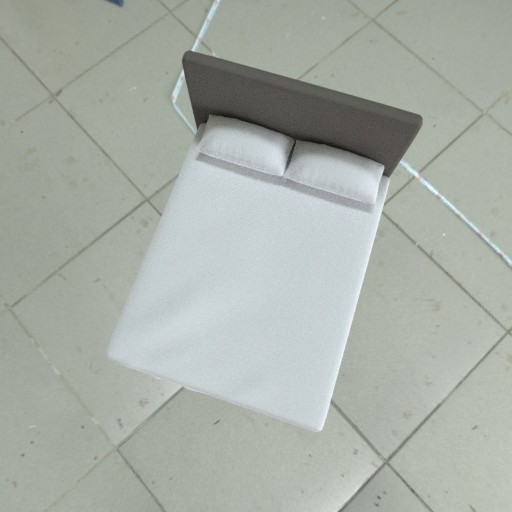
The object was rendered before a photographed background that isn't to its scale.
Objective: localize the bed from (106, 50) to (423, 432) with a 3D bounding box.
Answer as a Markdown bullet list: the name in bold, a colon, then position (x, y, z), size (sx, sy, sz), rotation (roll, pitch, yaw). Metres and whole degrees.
- **bed**: position (0.000, 0.000, 3.257), size (1.723, 1.330, 2.142), rotation (18, 75, 5)
